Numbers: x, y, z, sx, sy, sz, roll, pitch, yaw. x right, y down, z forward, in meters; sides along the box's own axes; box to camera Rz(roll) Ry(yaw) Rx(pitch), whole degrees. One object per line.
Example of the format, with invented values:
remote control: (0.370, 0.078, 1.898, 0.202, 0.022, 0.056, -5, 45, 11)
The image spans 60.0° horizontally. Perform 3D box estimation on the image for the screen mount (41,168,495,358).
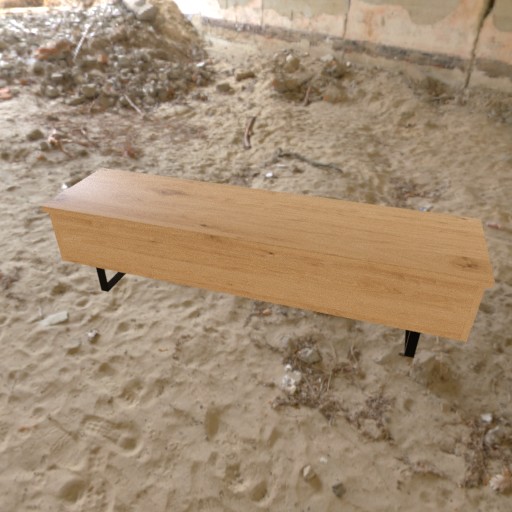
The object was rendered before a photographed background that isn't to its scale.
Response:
screen mount: (0.000, 0.000, 1.889, 1.700, 0.430, 0.450, 10, 35, 15)
